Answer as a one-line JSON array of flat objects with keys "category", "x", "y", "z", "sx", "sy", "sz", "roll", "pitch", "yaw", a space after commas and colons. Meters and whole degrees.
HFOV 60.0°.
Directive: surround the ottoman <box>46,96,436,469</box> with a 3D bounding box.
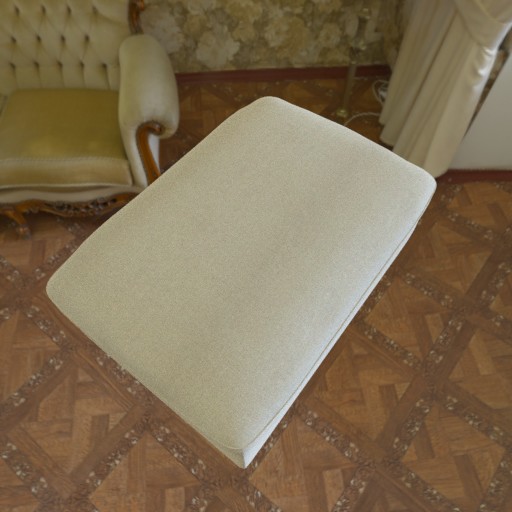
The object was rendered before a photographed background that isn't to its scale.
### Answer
[{"category": "ottoman", "x": 0.000, "y": 0.000, "z": 1.348, "sx": 0.686, "sy": 0.453, "sz": 0.984, "roll": 33, "pitch": 63, "yaw": 19}]
